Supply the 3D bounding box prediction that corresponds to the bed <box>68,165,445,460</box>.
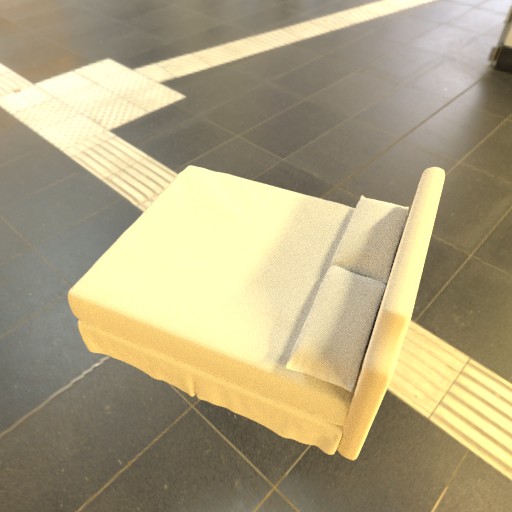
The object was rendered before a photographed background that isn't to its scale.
[{"bbox_3d":[0.000,0.000,3.824,2.548,1.524,2.134,17,48,16],"label":"bed"}]
